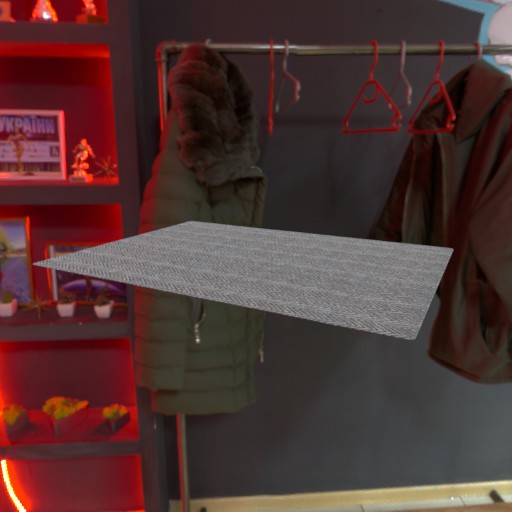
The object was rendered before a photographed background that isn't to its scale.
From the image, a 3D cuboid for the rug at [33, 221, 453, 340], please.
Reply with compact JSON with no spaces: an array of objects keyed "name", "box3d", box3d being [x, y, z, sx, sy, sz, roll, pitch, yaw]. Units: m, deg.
[{"name":"rug","box3d":[0.000,0.000,5.108,3.957,0.011,2.894,8,17,27]}]
